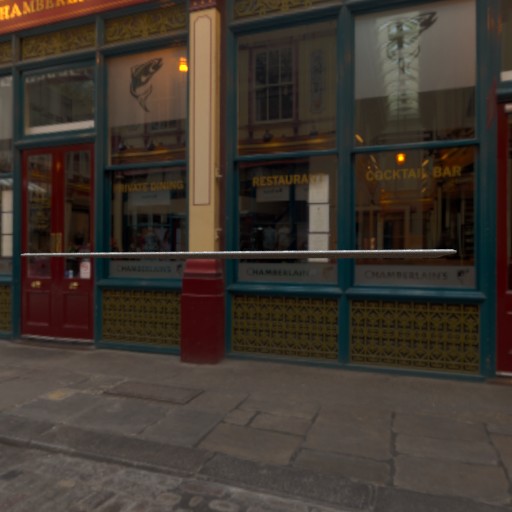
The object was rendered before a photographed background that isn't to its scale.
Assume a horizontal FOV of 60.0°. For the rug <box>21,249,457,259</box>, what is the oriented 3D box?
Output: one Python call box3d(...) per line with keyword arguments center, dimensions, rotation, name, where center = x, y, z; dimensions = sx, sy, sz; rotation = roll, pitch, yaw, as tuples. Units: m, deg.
box3d(center=(0.000, 0.000, 2.829), dimensions=(2.206, 0.014, 1.578), rotation=(0, -1, 19), name="rug")
